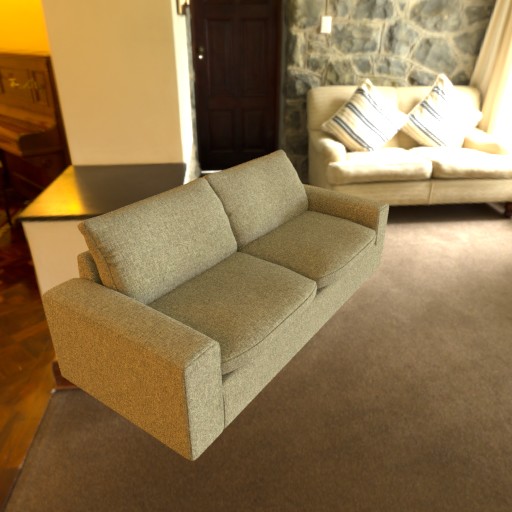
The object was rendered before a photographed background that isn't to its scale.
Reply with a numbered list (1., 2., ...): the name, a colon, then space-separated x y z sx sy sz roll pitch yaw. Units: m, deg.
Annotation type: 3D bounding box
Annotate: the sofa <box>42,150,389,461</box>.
1. sofa: 0.000 0.000 2.848 1.040 0.922 2.299 17 32 31
